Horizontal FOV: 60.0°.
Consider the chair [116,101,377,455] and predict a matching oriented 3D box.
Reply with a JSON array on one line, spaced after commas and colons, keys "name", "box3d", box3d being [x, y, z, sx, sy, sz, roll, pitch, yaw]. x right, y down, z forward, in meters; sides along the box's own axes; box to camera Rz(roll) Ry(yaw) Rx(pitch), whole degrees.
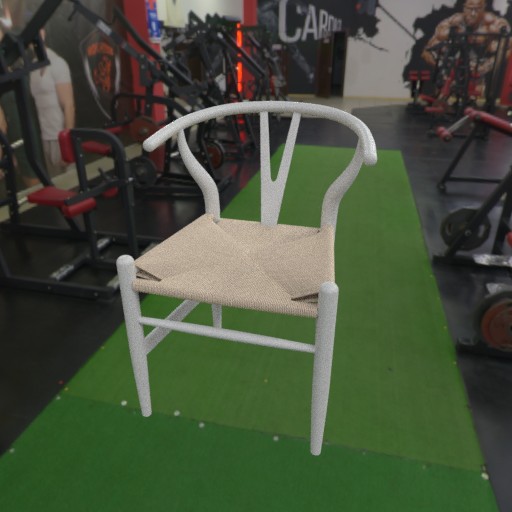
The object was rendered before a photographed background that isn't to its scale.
[{"name": "chair", "box3d": [0.000, 0.000, 1.191, 0.569, 0.730, 0.579, 7, 27, 14]}]
